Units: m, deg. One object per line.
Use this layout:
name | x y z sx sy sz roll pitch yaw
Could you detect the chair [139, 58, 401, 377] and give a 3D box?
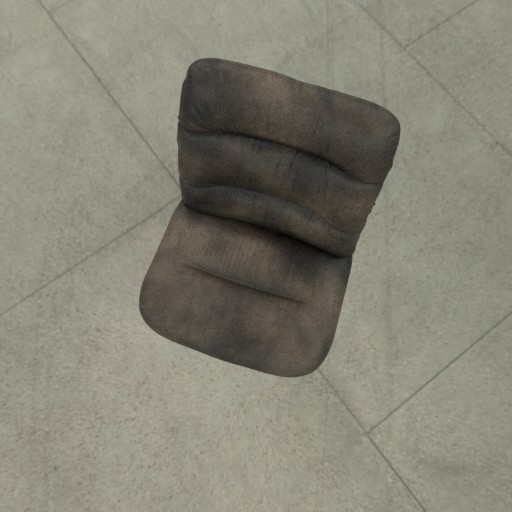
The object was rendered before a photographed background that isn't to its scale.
chair | 0.000 0.000 1.293 0.549 0.870 0.622 17 74 5
